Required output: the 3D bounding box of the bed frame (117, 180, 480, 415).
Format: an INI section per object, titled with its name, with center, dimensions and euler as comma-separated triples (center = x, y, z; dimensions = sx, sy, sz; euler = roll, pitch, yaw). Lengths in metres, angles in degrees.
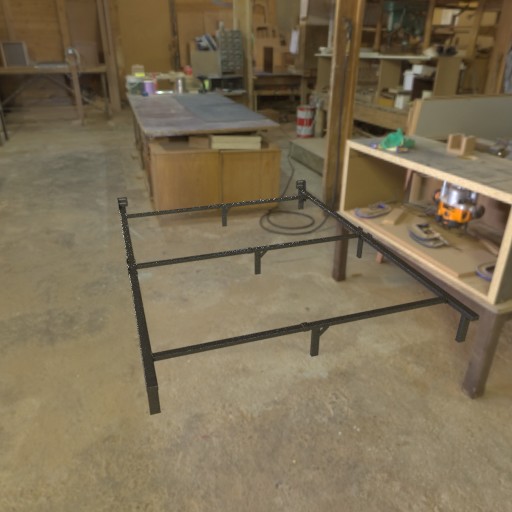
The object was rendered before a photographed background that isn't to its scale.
[bed frame]
center = 0.000, 0.000, 2.672
dimensions = 1.498, 0.248, 1.990
euler = -8, 27, -16
